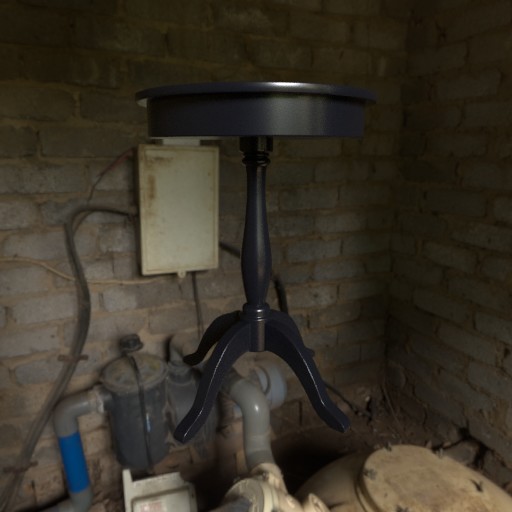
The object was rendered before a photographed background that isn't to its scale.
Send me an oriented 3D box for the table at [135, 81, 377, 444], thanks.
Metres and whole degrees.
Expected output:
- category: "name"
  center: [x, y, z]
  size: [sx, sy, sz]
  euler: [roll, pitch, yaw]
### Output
- category: "table"
  center: [0.000, 0.000, 0.981]
  size: [0.481, 0.665, 0.481]
  euler: [0, 14, 0]
